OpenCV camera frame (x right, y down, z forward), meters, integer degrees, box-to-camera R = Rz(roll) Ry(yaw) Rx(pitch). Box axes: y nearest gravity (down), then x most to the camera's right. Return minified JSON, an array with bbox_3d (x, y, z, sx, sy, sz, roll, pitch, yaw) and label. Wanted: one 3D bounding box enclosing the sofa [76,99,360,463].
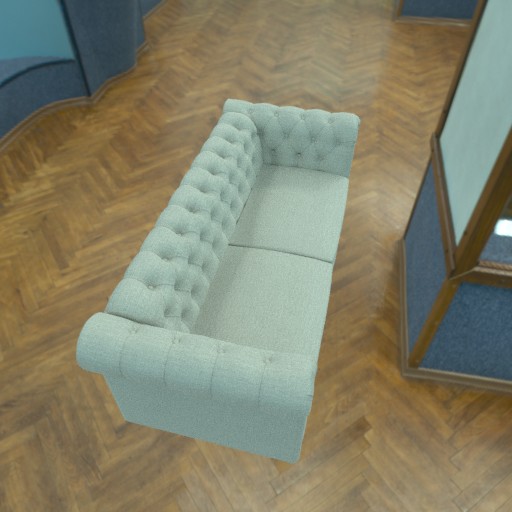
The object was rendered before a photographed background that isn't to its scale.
[{"bbox_3d":[0.000,0.000,2.206,0.783,0.797,1.798,10,46,10],"label":"sofa"}]
